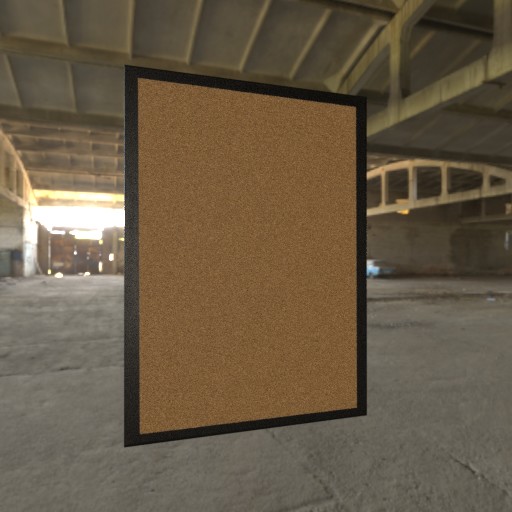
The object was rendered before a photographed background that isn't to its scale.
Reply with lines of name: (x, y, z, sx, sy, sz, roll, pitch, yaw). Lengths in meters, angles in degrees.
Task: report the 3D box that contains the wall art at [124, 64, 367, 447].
wall art: (0.000, 0.000, 1.239, 0.707, 0.967, 0.013, 0, 0, -19)
